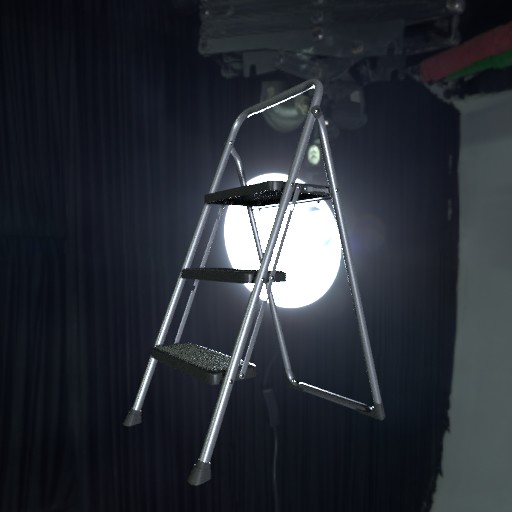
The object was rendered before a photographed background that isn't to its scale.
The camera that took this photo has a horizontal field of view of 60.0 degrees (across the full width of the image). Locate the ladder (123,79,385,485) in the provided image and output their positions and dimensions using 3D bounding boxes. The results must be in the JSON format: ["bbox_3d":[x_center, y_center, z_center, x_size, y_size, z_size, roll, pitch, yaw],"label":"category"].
[{"bbox_3d":[0.000,0.000,1.264,0.629,0.945,0.430,0,0,-36],"label":"ladder"}]
